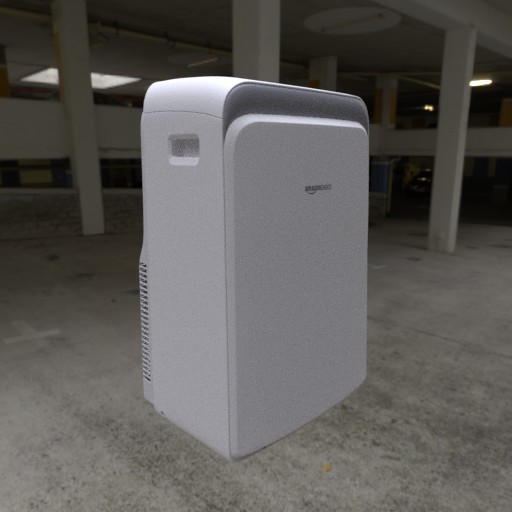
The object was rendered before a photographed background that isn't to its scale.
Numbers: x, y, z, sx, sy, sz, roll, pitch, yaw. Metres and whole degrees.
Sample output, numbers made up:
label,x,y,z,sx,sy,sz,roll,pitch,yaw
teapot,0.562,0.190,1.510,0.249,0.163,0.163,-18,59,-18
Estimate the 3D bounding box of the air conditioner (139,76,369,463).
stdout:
label,x,y,z,sx,sy,sz,roll,pitch,yaw
air conditioner,0.000,0.000,0.960,0.454,0.700,0.365,-12,18,-42
